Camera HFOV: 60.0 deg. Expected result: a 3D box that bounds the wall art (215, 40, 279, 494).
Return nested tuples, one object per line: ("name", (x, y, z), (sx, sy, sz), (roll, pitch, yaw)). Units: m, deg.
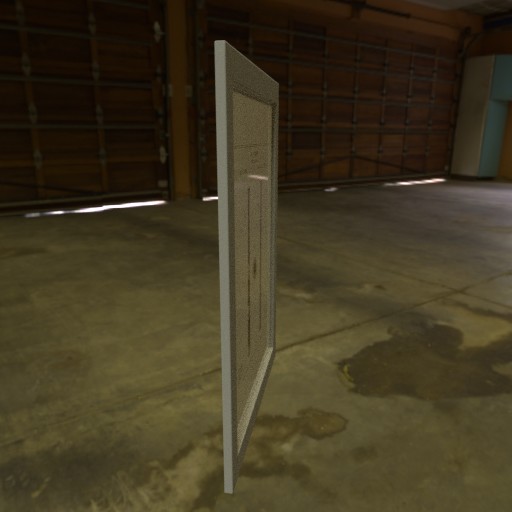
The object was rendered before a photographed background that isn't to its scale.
("wall art", (0.000, 0.000, 0.673), (0.012, 0.529, 0.374), (3, 15, 10))
